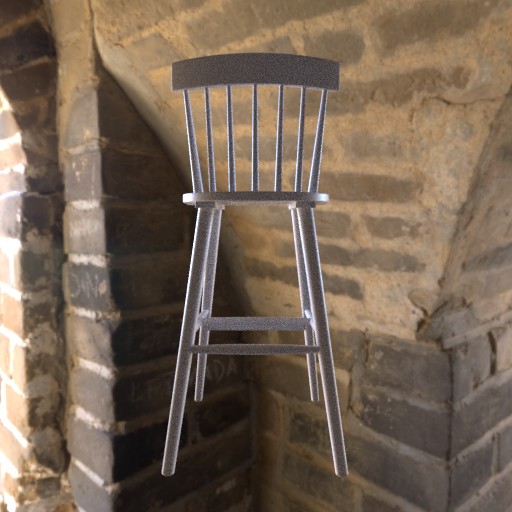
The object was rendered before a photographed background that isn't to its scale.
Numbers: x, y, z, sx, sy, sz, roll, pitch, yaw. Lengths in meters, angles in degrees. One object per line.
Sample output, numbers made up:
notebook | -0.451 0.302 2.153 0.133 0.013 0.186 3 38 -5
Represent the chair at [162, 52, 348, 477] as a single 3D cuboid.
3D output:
chair | 0.000 0.000 1.375 0.483 1.092 0.572 0 1 1
